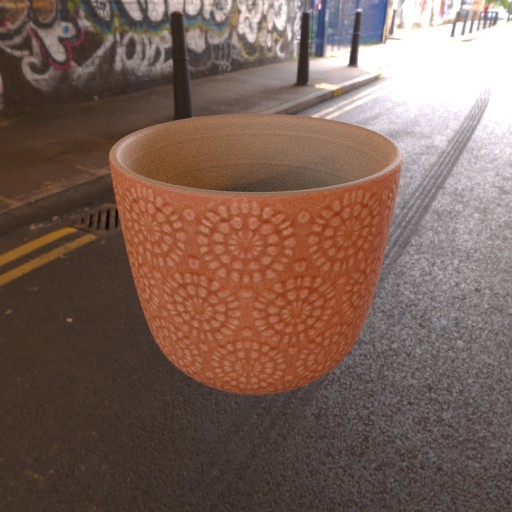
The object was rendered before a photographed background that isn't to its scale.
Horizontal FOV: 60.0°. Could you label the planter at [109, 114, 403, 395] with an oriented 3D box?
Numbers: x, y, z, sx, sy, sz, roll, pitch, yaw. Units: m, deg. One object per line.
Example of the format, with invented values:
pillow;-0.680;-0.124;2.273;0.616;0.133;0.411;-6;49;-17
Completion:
planter;0.000;0.000;0.371;0.208;0.190;0.208;0;29;0
